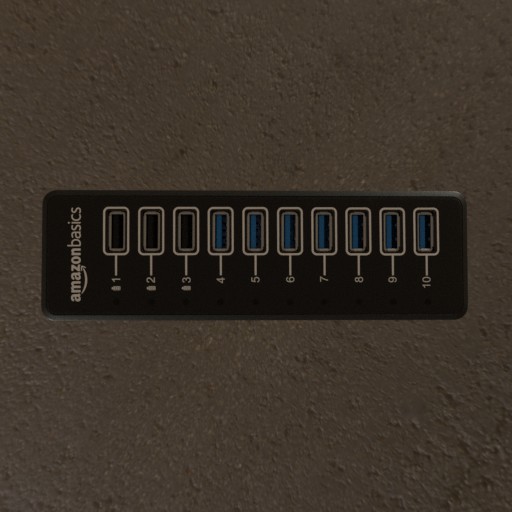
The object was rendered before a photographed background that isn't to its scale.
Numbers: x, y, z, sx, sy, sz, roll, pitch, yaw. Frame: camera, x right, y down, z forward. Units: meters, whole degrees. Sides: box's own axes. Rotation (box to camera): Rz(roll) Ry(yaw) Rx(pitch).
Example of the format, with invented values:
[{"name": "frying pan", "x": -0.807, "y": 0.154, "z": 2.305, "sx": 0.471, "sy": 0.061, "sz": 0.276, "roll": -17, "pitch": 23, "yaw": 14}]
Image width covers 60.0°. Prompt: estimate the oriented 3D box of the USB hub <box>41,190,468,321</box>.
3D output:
[{"name": "USB hub", "x": 0.000, "y": 0.000, "z": 0.161, "sx": 0.145, "sy": 0.023, "sz": 0.044, "roll": 0, "pitch": 89, "yaw": -1}]
